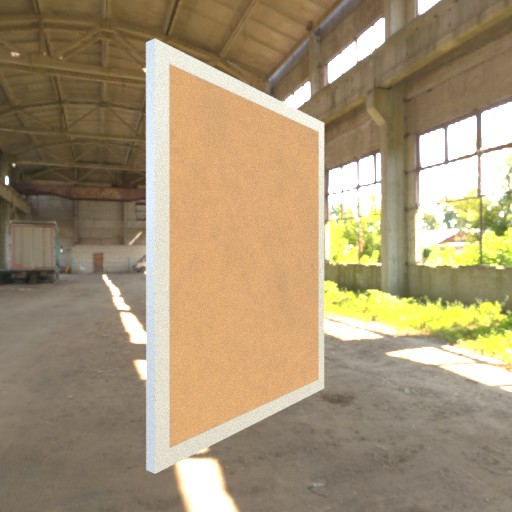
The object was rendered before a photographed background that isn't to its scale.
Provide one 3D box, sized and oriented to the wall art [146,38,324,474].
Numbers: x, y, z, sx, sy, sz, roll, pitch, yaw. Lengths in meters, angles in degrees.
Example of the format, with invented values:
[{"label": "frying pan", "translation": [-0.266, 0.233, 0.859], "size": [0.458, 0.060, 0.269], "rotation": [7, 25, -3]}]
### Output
[{"label": "wall art", "translation": [0.000, 0.000, 1.098], "size": [0.026, 0.811, 0.661], "rotation": [0, 0, 37]}]
